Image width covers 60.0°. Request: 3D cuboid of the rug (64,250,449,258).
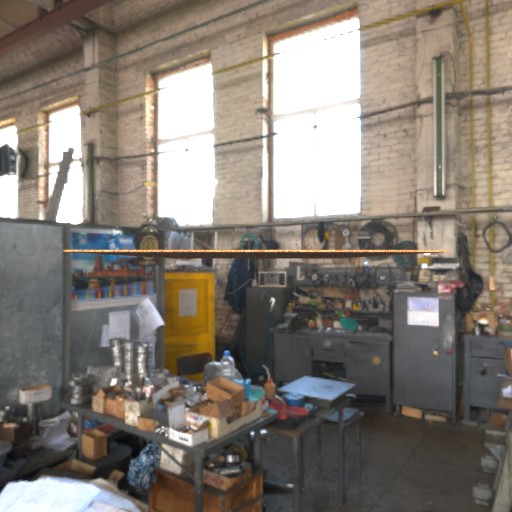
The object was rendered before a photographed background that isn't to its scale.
[{"bbox_3d":[0.000,0.000,2.181,1.143,0.006,1.747,0,-1,0],"label":"rug"}]
